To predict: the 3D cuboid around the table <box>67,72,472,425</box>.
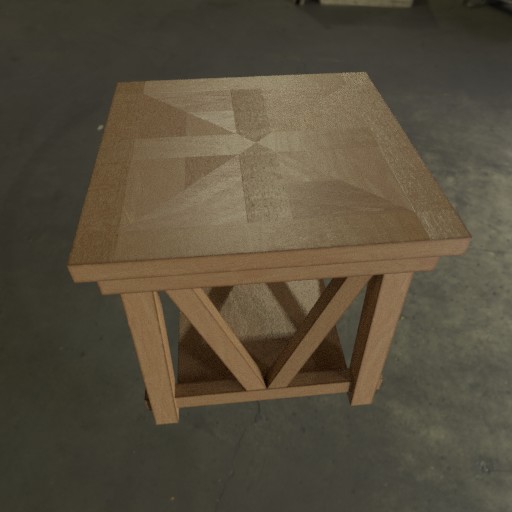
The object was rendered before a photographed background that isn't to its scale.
[{"bbox_3d":[0.000,0.000,1.103,0.612,0.638,0.610,-4,46,-4],"label":"table"}]
